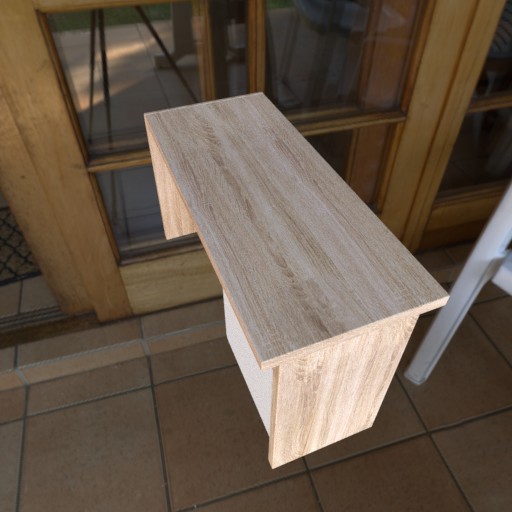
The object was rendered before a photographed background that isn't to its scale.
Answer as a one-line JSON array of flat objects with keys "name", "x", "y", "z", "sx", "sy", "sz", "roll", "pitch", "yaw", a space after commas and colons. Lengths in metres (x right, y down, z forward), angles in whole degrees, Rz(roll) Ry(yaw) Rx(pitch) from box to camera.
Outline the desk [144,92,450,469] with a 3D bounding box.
[{"name": "desk", "x": 0.000, "y": 0.000, "z": 1.708, "sx": 0.500, "sy": 0.750, "sz": 1.300, "roll": -16, "pitch": 47, "yaw": -15}]
